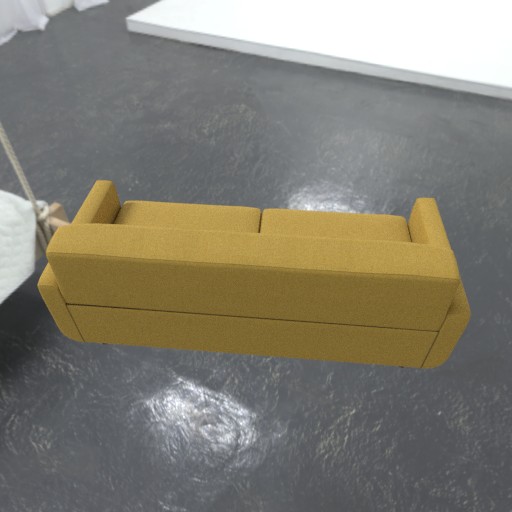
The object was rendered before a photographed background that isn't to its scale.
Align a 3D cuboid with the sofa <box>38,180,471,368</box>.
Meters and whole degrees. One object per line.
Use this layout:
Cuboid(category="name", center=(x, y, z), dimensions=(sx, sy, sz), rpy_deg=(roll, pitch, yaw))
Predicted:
Cuboid(category="sofa", center=(0.000, 0.000, 2.469), dimensions=(2.029, 0.841, 0.909), rpy_deg=(4, 46, 4))
